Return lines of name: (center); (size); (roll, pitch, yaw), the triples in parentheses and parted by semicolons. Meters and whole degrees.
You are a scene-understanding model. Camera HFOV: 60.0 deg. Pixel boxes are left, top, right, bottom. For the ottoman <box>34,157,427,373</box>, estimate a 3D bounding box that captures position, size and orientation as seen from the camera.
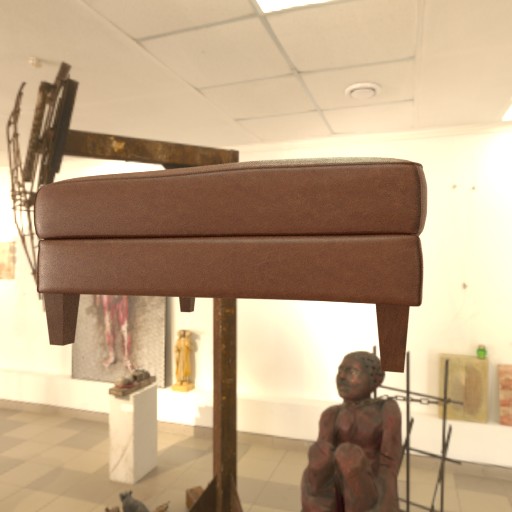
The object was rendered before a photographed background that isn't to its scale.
ottoman: (0.000, 0.000, 1.402); (0.987, 0.472, 0.836); (0, 0, 19)
